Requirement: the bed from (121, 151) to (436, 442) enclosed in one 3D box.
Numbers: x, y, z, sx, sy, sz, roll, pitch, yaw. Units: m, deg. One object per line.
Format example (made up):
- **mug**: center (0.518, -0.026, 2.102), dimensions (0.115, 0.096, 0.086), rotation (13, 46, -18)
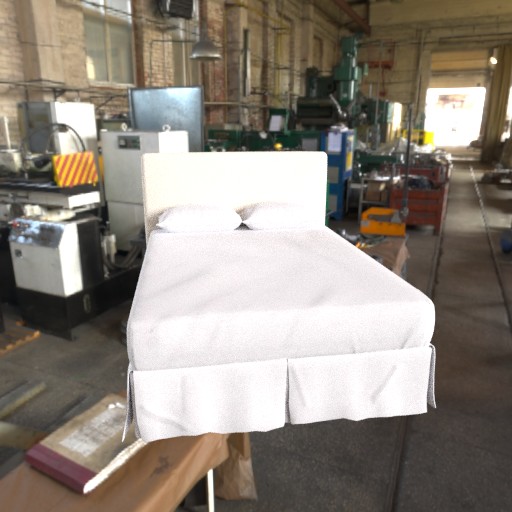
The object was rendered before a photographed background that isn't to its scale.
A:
- **bed**: center (0.000, 0.000, 3.149), dimensions (1.713, 1.330, 2.142), rotation (-3, 17, -9)
